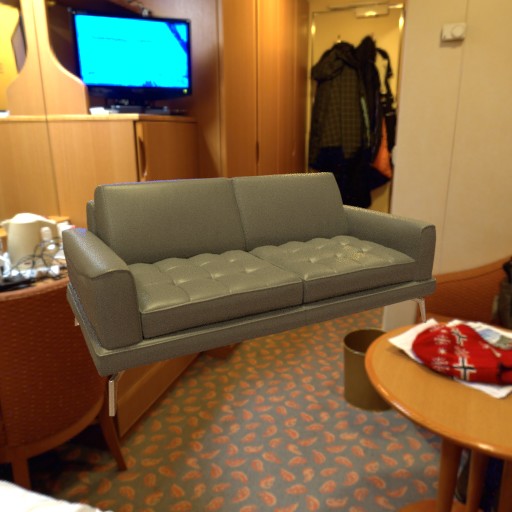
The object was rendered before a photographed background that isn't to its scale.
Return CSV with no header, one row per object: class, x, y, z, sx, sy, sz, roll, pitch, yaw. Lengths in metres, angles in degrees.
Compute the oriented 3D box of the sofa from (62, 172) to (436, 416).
sofa,0.000,0.000,2.801,2.177,0.930,1.121,-8,18,-28
